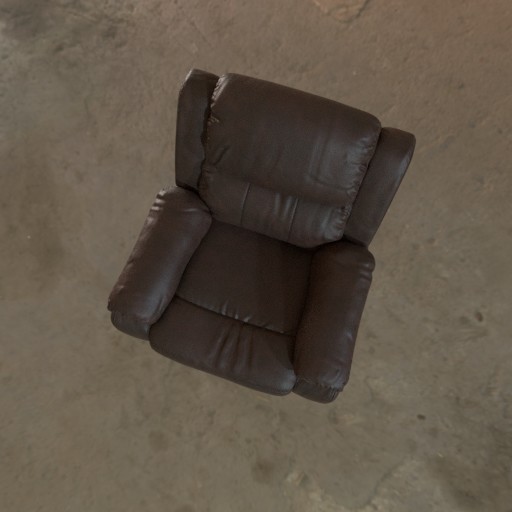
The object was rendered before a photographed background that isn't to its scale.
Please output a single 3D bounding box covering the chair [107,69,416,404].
[{"bbox_3d":[0.000,0.000,1.270,0.680,0.702,0.707,18,76,5],"label":"chair"}]
